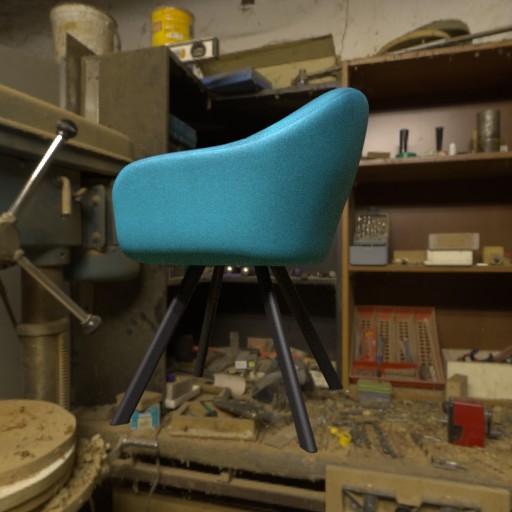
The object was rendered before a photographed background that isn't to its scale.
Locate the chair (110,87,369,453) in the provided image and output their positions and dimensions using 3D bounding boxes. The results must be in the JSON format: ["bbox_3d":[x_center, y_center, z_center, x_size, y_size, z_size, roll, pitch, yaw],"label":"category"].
[{"bbox_3d":[0.000,0.000,1.155,0.570,0.780,0.540,0,0,18],"label":"chair"}]
